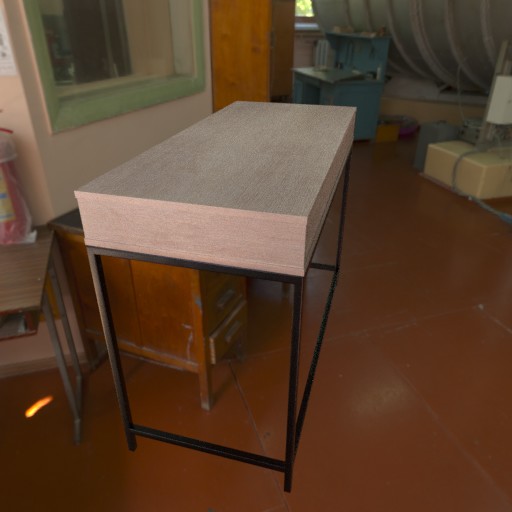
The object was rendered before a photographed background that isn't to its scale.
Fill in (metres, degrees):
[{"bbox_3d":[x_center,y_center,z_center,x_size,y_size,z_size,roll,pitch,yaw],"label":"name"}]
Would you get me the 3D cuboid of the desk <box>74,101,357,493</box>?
[{"bbox_3d":[0.000,0.000,1.417,0.470,0.762,1.016,8,30,14],"label":"desk"}]
